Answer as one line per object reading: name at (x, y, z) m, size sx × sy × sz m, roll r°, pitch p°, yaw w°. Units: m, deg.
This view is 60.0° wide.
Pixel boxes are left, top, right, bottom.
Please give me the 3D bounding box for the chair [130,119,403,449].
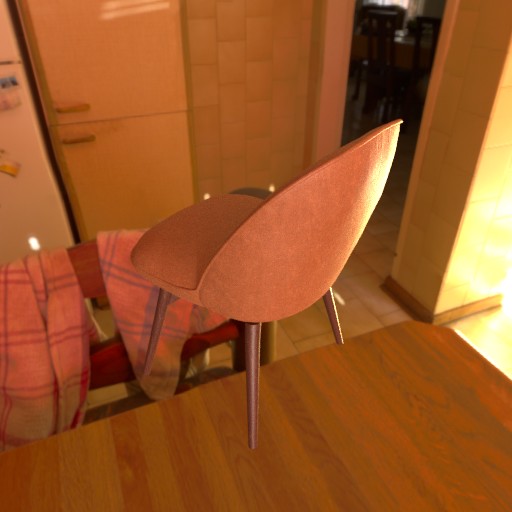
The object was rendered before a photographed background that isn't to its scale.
chair at (0.000, 0.000, 1.236) m, size 0.631 × 0.831 × 0.521 m, roll 22°, pitch 39°, yaw 30°
